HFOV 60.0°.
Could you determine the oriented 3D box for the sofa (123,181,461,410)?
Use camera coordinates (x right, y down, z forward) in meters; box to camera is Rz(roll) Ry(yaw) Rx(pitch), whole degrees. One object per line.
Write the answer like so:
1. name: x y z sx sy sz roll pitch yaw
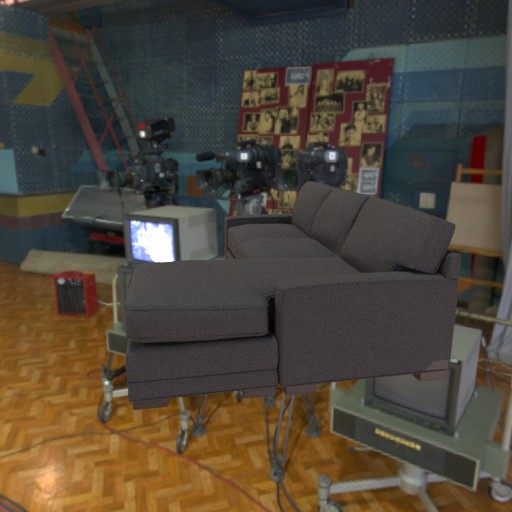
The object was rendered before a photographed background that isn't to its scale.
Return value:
1. sofa: 0.000 0.000 3.365 1.790 0.973 2.370 -3 14 -11
